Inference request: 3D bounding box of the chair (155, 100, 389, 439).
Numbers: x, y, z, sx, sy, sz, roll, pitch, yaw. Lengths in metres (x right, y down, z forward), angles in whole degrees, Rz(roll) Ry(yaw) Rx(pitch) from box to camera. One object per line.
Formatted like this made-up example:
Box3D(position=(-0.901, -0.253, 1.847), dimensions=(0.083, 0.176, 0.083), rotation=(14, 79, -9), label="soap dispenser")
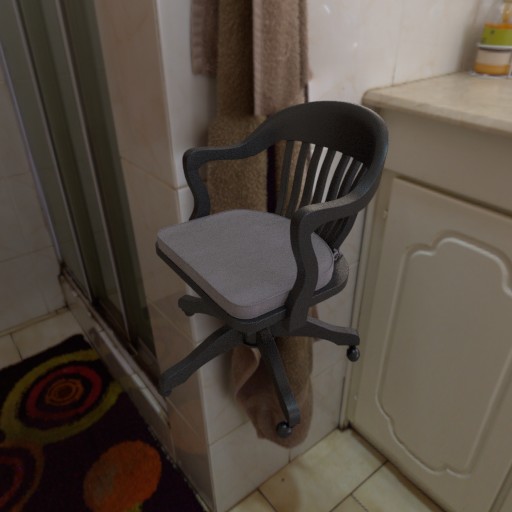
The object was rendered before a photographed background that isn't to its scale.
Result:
Box3D(position=(0.000, 0.000, 1.467), dimensions=(0.788, 0.878, 0.750), rotation=(-21, 37, -30), label="chair")
